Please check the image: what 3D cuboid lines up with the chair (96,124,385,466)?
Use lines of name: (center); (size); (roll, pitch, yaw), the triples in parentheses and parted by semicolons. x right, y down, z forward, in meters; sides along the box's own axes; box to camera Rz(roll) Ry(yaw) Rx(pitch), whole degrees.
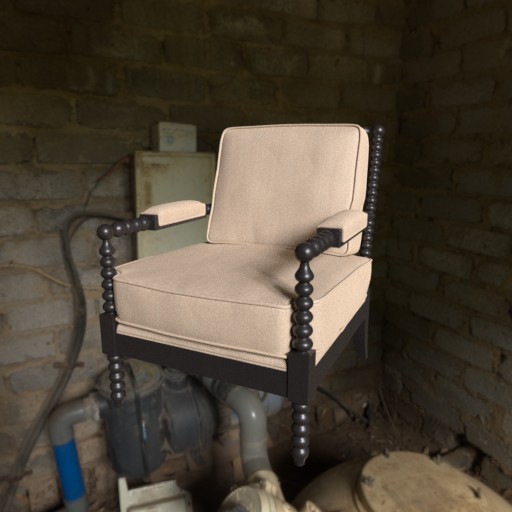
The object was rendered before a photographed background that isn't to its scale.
chair: (0.000, 0.000, 1.191); (0.555, 0.703, 0.657); (6, 15, 25)
